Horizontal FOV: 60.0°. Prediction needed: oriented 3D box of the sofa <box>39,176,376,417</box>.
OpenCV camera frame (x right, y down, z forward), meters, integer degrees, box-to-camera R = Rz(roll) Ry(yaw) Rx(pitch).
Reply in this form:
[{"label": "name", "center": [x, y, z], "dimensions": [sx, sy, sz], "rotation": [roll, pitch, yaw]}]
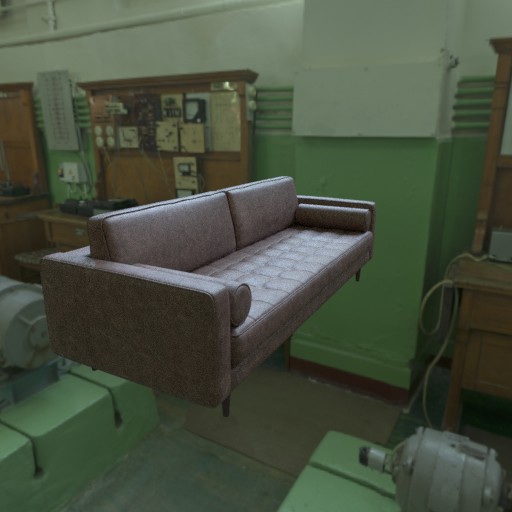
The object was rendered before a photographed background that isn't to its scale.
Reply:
[{"label": "sofa", "center": [0.000, 0.000, 2.629], "dimensions": [0.914, 0.762, 2.210], "rotation": [8, 18, 27]}]
